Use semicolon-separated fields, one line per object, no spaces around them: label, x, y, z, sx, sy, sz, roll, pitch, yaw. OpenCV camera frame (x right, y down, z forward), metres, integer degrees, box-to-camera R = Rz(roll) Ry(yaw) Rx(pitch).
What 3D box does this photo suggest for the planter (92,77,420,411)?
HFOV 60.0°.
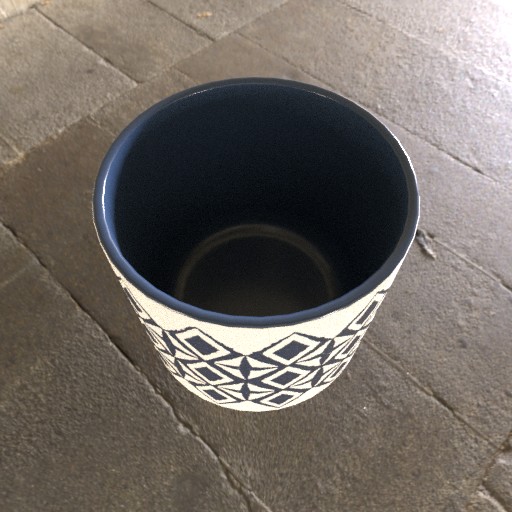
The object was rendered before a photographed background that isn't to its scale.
planter;0.000;0.000;0.277;0.159;0.144;0.159;0;58;0
